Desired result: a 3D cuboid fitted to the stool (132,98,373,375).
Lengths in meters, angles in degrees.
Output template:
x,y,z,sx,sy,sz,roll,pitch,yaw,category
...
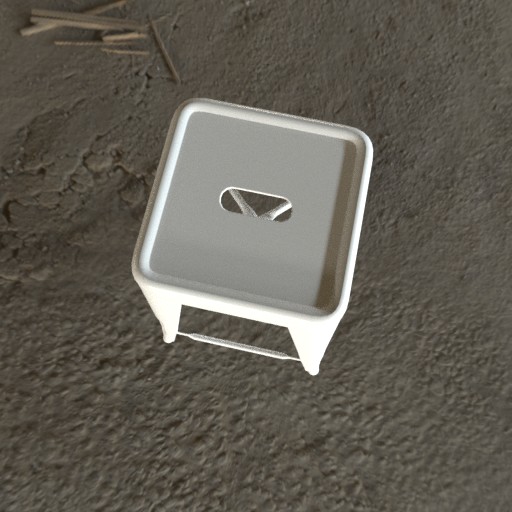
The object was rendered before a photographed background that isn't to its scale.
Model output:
x,y,z,sx,sy,sz,roll,pitch,yaw,category
0.000,0.000,0.875,0.406,0.610,0.406,12,77,3,stool
